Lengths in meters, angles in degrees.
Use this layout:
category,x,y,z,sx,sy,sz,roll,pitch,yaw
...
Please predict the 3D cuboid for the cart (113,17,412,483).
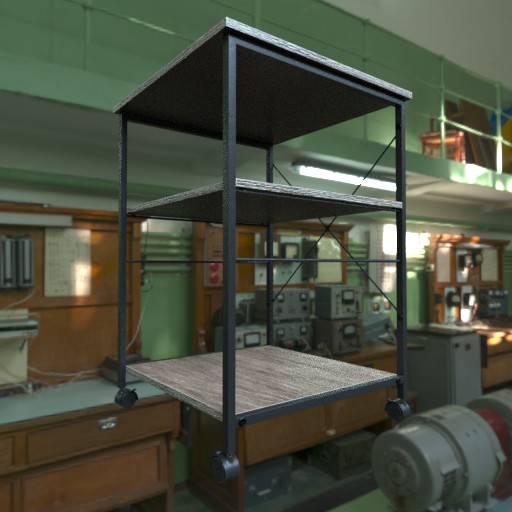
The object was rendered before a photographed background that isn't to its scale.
category,x,y,z,sx,sy,sz,roll,pitch,yaw
cart,0.000,0.000,1.076,0.520,0.762,0.521,1,-2,-37
